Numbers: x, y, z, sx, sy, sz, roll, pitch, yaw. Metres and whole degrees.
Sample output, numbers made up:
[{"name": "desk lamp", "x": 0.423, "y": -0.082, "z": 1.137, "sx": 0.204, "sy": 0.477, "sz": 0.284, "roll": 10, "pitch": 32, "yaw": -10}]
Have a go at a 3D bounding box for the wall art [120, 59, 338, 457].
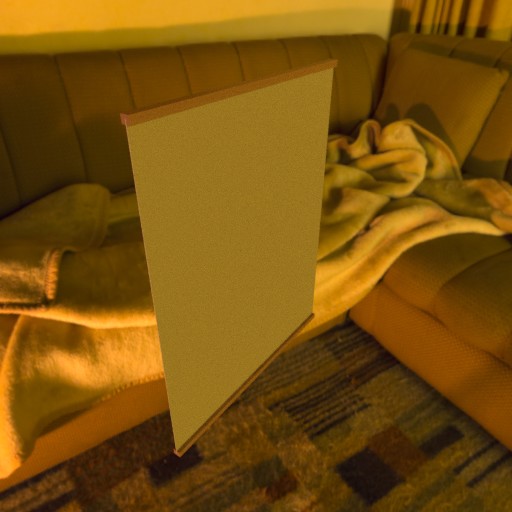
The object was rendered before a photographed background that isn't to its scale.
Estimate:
[{"name": "wall art", "x": 0.000, "y": 0.000, "z": 0.676, "sx": 0.012, "sy": 0.508, "sz": 0.405, "roll": 21, "pitch": 38, "yaw": 30}]
